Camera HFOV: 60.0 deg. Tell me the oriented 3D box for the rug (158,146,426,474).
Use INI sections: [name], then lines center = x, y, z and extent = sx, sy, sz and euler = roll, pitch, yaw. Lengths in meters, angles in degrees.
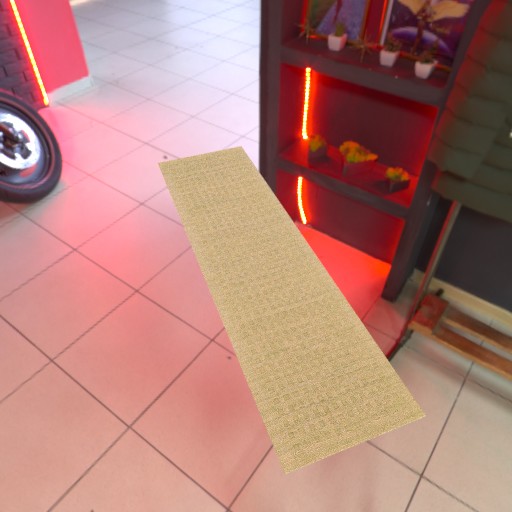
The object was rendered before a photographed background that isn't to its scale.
[rug]
center = 0.000, 0.000, 2.699
extent = 0.686, 0.006, 2.437
euler = -15, 47, -15
